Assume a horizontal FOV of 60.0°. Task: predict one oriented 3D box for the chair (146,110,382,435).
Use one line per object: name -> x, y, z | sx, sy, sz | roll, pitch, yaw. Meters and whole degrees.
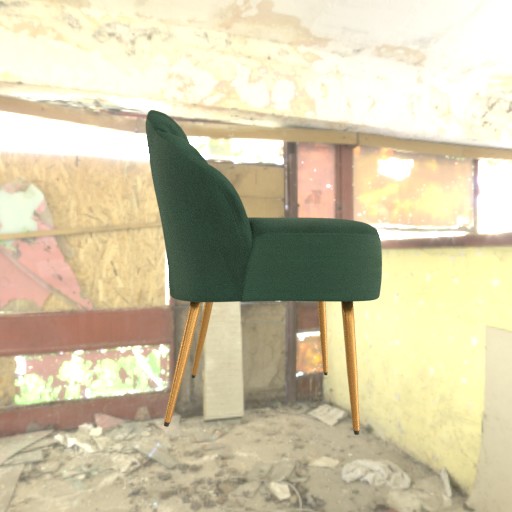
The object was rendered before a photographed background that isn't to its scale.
chair -> 0.000, 0.000, 1.272 | 0.599, 0.819, 0.657 | 0, 0, 1
